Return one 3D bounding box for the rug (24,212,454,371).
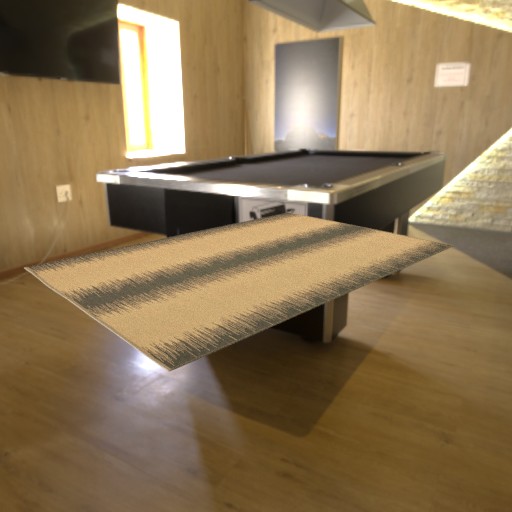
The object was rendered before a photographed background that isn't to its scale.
[{"bbox_3d":[0.000,0.000,2.266,1.854,0.006,1.234,-16,23,-41],"label":"rug"}]
